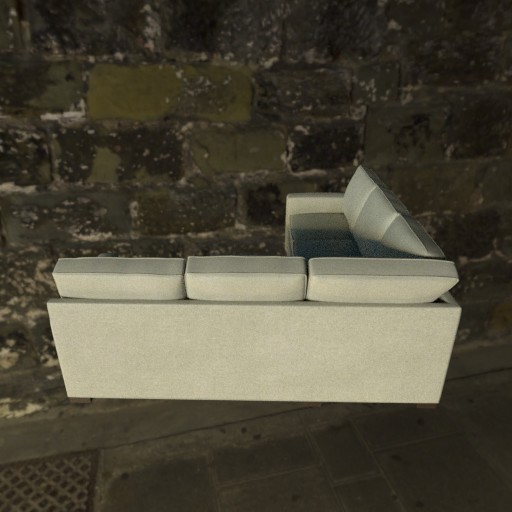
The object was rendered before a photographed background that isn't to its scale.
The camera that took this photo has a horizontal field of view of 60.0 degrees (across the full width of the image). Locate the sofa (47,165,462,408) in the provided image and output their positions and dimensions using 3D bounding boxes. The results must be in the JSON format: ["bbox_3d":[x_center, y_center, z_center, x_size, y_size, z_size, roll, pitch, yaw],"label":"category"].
[{"bbox_3d":[0.000,0.000,3.382,2.211,0.936,2.188,0,26,1],"label":"sofa"}]
